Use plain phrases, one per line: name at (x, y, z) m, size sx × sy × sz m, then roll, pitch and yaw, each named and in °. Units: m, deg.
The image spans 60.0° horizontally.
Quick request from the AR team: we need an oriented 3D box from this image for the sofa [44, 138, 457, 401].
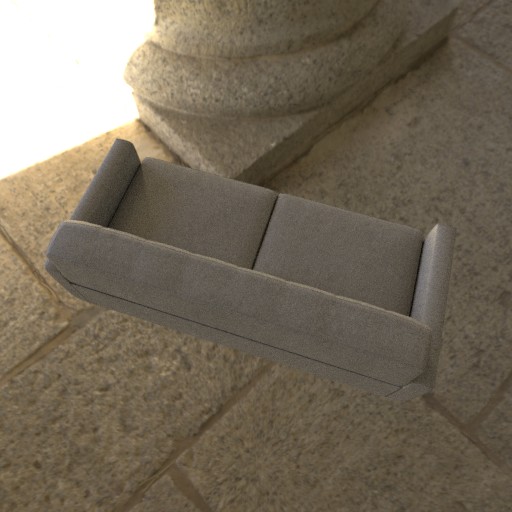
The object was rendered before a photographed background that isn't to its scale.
sofa at (0.000, 0.000, 2.533) m, size 2.055 × 0.873 × 0.968 m, roll 16°, pitch 66°, yaw 7°
